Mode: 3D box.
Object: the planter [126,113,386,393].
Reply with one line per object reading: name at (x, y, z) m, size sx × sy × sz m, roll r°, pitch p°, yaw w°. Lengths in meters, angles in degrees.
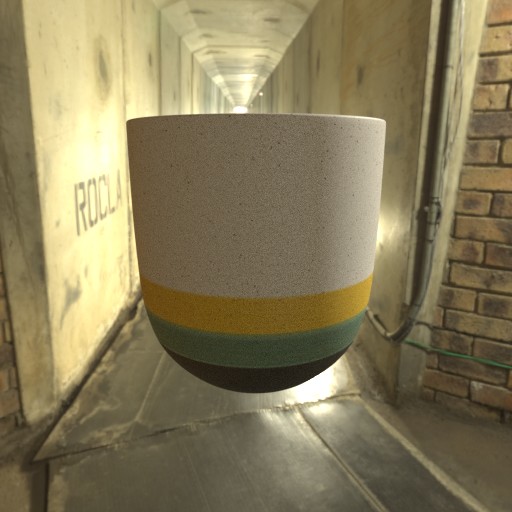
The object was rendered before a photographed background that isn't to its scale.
planter at (0.000, 0.000, 0.370) m, size 0.195 × 0.214 × 0.195 m, roll 0°, pitch 14°, yaw 0°
